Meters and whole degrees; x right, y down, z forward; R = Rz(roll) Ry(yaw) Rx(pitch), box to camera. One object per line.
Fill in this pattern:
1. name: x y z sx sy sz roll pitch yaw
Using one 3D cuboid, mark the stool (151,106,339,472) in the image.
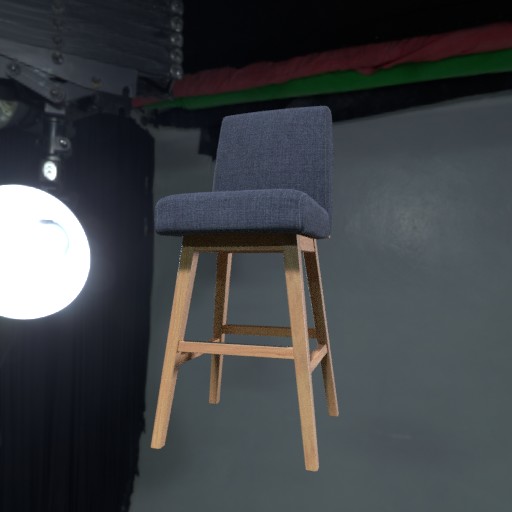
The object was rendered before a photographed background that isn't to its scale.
1. stool: 0.000 0.000 1.445 0.483 1.112 0.570 0 -1 17
